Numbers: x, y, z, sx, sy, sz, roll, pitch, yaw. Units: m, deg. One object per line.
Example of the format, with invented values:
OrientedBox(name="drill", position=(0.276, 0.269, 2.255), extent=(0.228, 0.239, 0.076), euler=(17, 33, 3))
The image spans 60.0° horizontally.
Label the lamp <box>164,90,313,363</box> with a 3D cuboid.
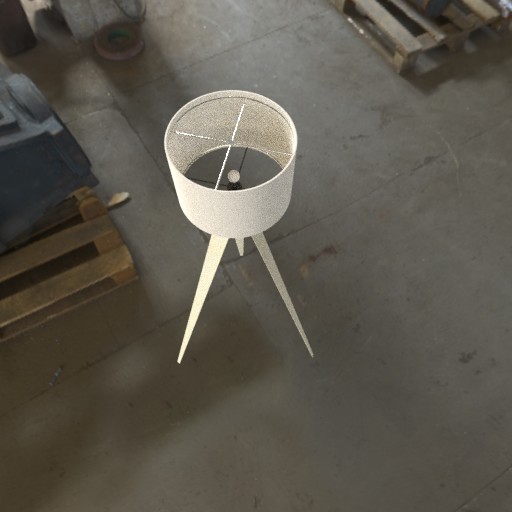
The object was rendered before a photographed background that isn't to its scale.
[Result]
OrientedBox(name="lamp", position=(0.000, 0.000, 1.860), extent=(0.716, 1.524, 0.724), euler=(12, 64, 6))
